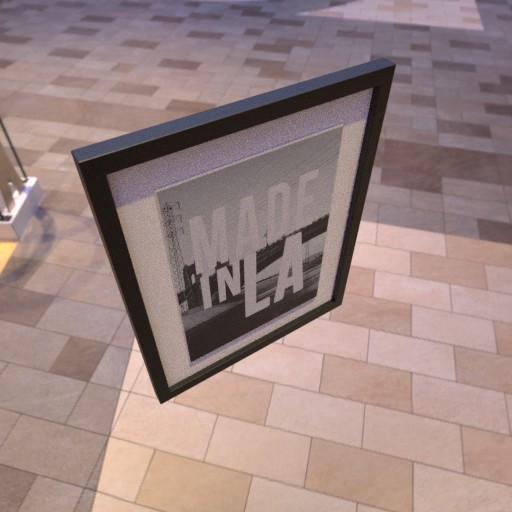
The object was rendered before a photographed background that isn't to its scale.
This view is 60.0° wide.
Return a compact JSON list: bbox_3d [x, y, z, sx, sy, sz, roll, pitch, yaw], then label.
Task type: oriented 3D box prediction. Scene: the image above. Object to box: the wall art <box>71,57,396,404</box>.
[{"bbox_3d":[0.000,0.000,0.756,0.457,0.559,0.028,-25,51,-22],"label":"wall art"}]
